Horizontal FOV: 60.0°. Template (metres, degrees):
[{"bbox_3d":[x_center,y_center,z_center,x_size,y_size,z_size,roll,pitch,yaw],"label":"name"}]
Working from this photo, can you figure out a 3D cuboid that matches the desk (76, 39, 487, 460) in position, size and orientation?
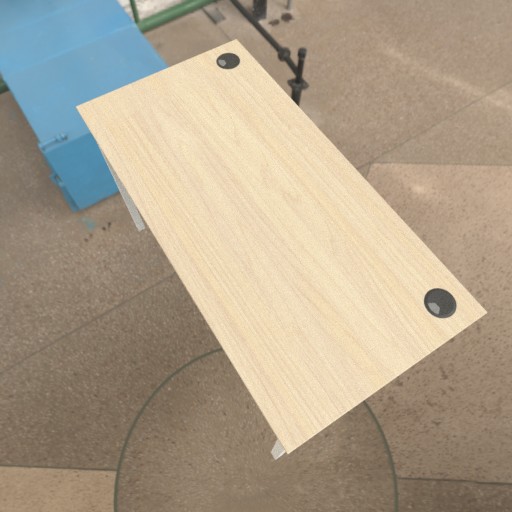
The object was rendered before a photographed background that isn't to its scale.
[{"bbox_3d":[0.000,0.000,1.588,0.600,0.750,1.200,-30,67,-14],"label":"desk"}]
